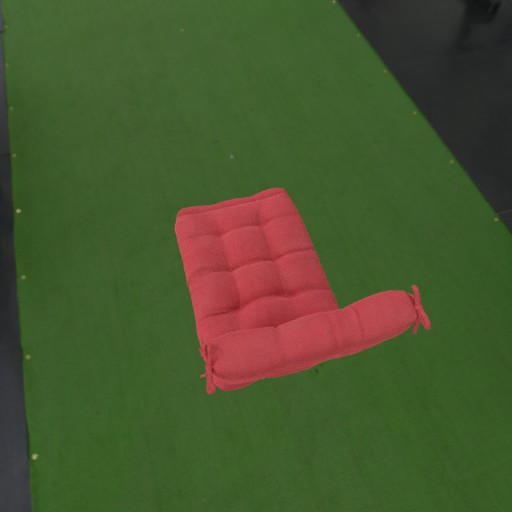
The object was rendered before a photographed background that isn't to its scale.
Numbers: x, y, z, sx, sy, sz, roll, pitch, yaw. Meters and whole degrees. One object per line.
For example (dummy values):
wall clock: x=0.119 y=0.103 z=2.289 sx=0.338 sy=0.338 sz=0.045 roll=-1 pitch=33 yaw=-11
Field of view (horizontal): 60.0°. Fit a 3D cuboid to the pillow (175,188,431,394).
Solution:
pillow: x=0.000 y=0.000 z=1.512 sx=0.526 sy=0.863 sz=1.016 roll=-14 pitch=60 yaw=-8
